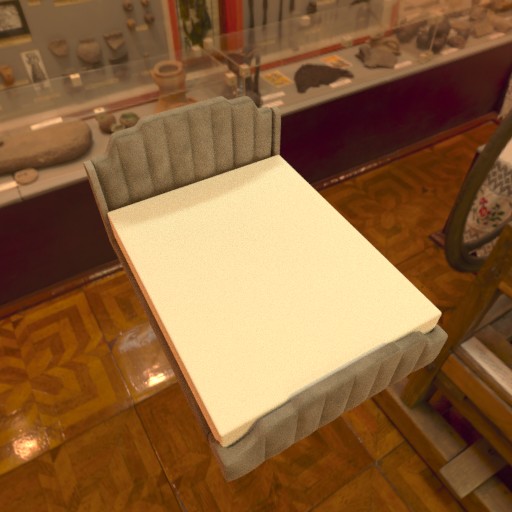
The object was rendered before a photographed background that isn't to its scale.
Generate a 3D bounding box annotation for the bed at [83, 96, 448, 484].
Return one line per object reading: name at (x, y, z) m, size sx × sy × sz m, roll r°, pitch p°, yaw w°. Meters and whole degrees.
bed at (0.000, 0.000, 3.212) m, size 1.676 × 1.245 × 2.340 m, roll -23°, pitch 52°, yaw -19°
